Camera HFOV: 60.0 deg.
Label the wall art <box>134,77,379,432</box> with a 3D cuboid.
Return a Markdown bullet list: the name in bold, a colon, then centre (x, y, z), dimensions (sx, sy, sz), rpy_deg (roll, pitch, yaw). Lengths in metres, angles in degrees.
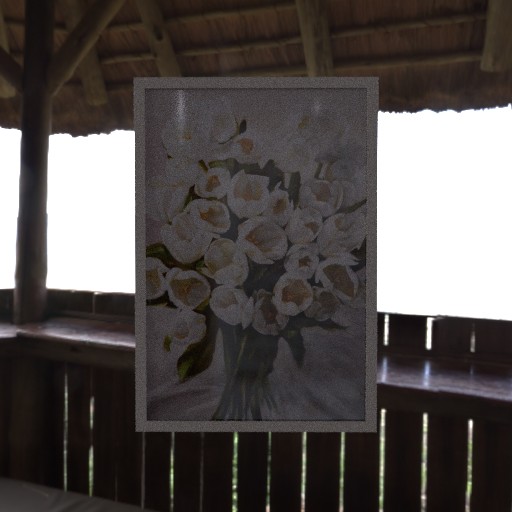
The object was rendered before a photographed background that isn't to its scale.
- **wall art**: centre (0.000, 0.000, 1.213), dimensions (0.660, 0.965, 0.015), rpy_deg (0, 1, 0)
